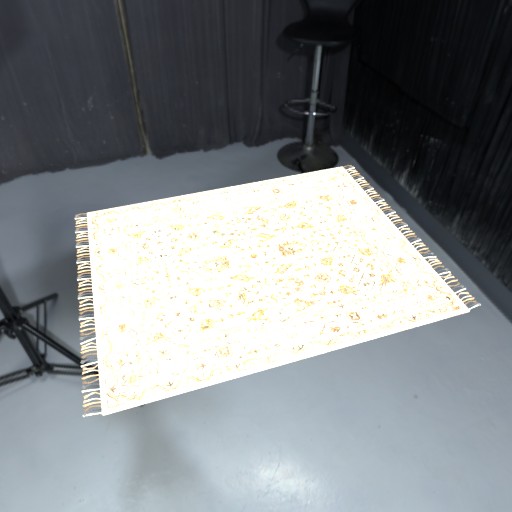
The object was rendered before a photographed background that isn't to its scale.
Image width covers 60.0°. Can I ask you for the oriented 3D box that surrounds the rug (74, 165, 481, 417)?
[{"bbox_3d":[0.000,0.000,2.236,1.726,0.009,1.278,-12,44,-13],"label":"rug"}]
